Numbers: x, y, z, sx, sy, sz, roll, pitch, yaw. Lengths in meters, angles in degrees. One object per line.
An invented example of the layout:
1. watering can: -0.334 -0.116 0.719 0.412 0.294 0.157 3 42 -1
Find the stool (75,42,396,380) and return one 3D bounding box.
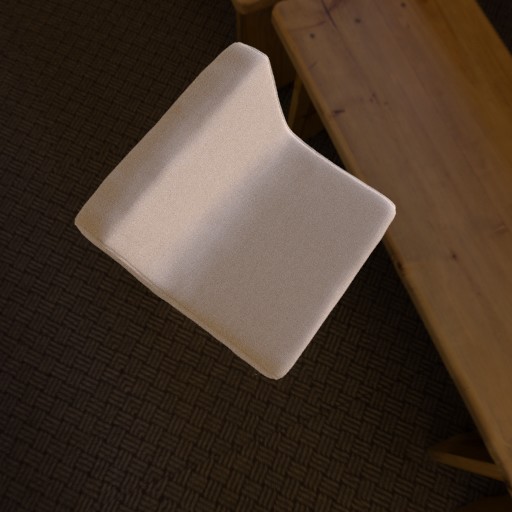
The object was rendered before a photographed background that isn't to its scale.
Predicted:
1. stool: 0.000 0.000 1.260 0.500 0.937 0.511 35 78 9
